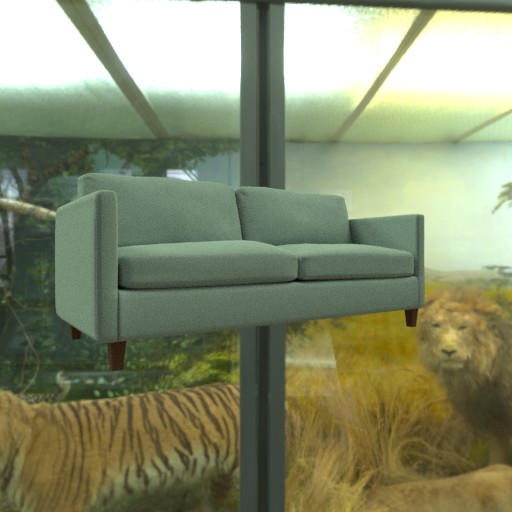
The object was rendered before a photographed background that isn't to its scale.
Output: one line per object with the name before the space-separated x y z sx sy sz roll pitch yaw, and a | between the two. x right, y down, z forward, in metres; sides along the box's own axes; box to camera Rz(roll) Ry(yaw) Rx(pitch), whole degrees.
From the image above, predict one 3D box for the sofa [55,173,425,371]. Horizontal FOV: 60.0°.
sofa | 0.000 0.000 2.797 2.208 0.965 0.951 0 1 -34
